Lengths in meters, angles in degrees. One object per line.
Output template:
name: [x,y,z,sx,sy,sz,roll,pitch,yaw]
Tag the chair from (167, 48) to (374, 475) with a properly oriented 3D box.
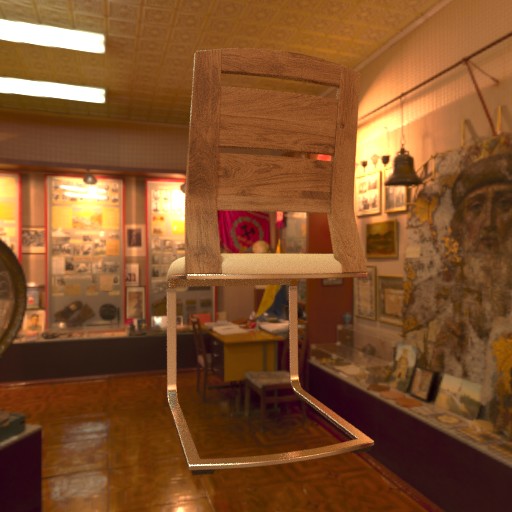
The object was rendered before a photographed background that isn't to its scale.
chair: [0.000,0.000,1.266,0.457,0.955,0.561,0,0,-17]
